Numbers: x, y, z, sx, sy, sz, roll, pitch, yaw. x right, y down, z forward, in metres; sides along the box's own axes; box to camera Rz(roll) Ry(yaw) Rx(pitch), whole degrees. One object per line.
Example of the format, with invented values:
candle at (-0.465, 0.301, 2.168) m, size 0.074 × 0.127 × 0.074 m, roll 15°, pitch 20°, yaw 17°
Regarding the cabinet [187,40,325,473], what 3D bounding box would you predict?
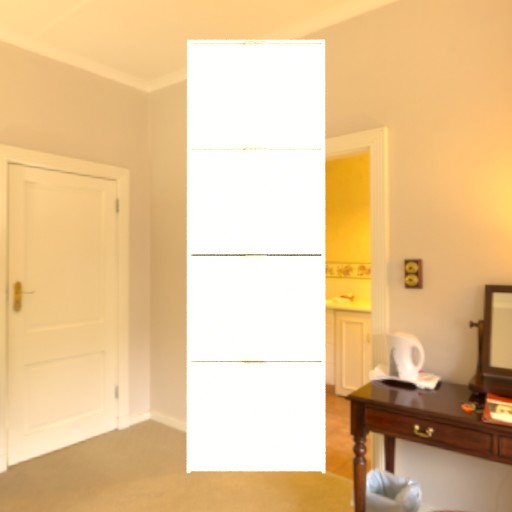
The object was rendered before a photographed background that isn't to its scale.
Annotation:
cabinet at (0.000, 0.000, 1.774) m, size 0.520 × 1.630 × 0.255 m, roll 0°, pitch 0°, yaw 0°
